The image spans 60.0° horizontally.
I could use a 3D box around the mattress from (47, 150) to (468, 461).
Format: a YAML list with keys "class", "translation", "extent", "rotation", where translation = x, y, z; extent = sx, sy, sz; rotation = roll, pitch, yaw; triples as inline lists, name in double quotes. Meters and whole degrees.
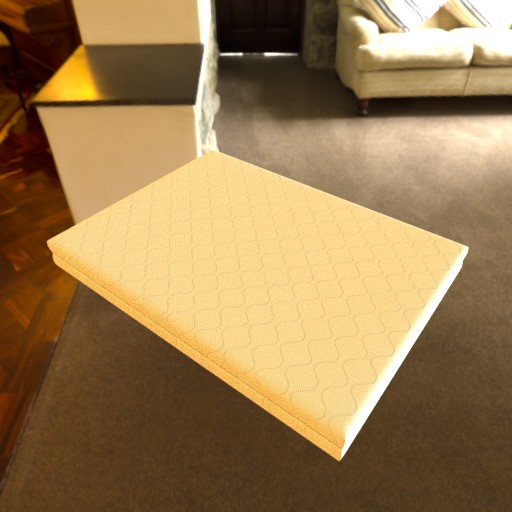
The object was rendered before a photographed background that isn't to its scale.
- class: "mattress"
  translation: [0.000, 0.000, 2.520]
  extent: [1.900, 0.200, 1.400]
  rotation: [27, 47, 28]
